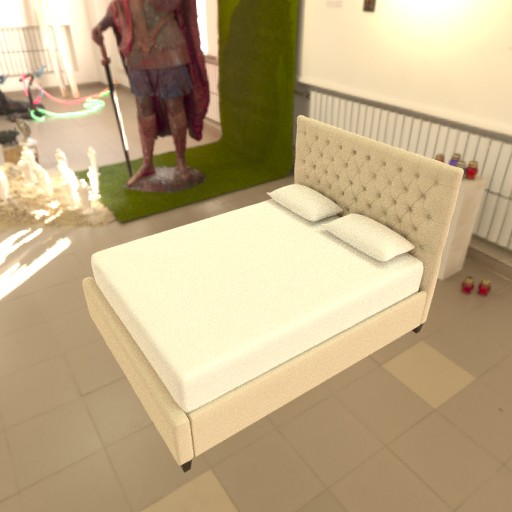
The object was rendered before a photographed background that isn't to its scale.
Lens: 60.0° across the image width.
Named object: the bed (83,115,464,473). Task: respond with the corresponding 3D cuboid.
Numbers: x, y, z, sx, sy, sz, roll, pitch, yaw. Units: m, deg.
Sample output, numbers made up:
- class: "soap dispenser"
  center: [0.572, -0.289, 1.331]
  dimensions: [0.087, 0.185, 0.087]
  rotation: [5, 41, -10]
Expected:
- class: "bed"
  center: [0.000, 0.000, 3.339]
  dimensions: [2.233, 1.426, 1.696]
  rotation: [-20, 37, -29]
